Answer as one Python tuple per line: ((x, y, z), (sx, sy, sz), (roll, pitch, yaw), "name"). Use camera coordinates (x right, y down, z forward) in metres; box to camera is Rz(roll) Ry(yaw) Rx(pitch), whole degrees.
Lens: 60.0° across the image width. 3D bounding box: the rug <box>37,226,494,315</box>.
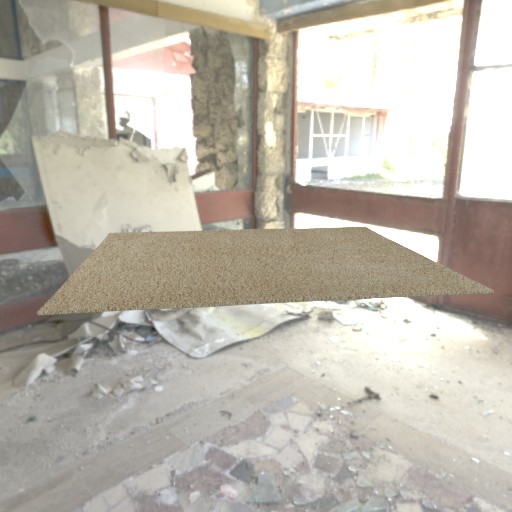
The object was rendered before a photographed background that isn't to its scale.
((0.000, 0.000, 4.023), (3.000, 0.025, 2.400), (-2, 15, -7), "rug")
